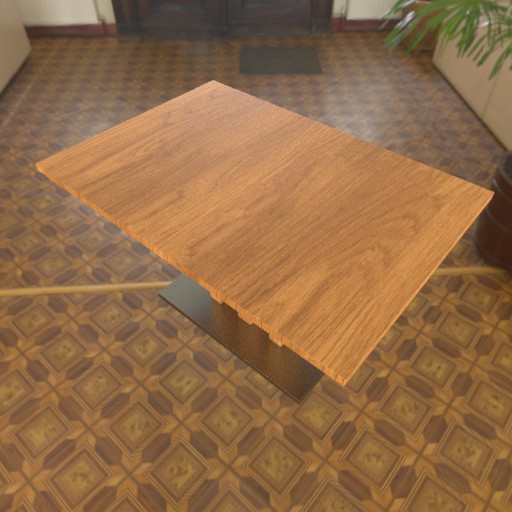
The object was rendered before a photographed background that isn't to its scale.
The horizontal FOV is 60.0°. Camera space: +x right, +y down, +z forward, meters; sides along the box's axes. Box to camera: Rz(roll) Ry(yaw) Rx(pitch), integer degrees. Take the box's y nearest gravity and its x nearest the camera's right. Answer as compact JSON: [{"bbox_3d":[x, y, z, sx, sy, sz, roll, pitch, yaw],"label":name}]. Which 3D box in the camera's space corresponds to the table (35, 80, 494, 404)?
[{"bbox_3d":[0.000,0.000,1.793,1.300,0.770,0.900,32,53,27],"label":"table"}]
